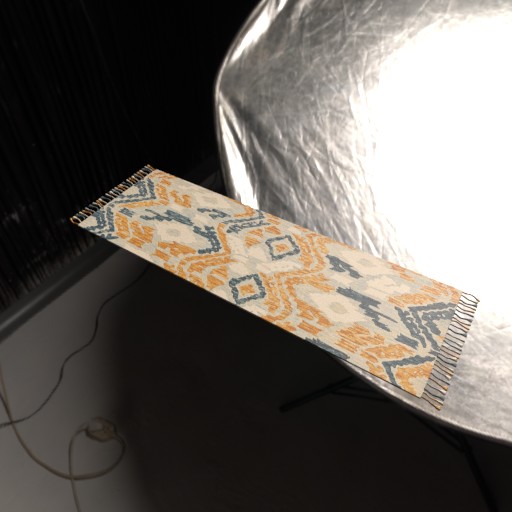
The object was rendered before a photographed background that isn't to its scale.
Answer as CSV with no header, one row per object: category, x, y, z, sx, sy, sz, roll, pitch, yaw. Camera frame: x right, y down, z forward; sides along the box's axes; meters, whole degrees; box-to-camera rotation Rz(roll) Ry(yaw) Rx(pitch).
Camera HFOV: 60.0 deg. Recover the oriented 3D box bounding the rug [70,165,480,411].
rug,0.000,0.000,2.663,2.437,0.010,0.783,24,50,22
